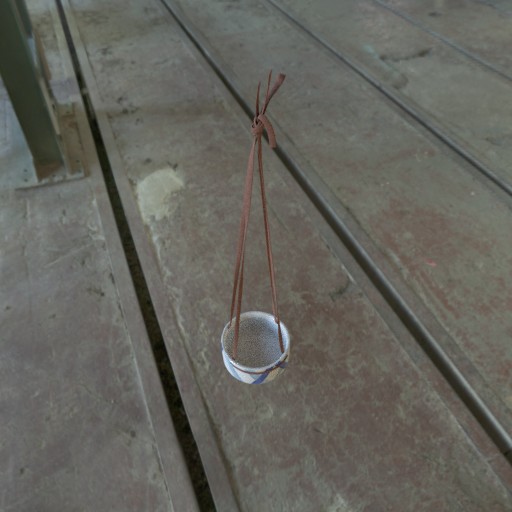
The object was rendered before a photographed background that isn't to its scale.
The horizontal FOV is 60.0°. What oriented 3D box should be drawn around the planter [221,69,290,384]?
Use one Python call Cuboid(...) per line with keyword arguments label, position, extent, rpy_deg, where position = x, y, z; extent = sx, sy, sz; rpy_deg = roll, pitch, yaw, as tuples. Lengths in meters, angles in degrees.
Cuboid(label="planter", position=(0.000, 0.000, 0.830), extent=(0.166, 0.751, 0.166), rpy_deg=(17, 49, 15))
